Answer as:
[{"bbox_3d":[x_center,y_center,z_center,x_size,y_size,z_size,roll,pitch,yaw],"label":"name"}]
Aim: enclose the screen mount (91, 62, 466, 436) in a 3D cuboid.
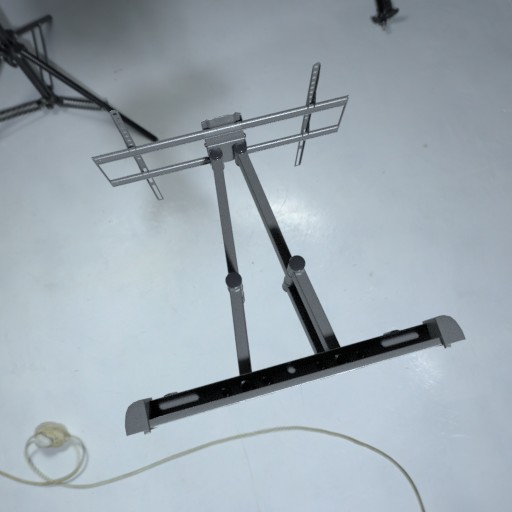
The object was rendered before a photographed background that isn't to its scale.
[{"bbox_3d":[0.000,0.000,1.098,0.661,0.491,0.644,-15,76,-4],"label":"screen mount"}]
